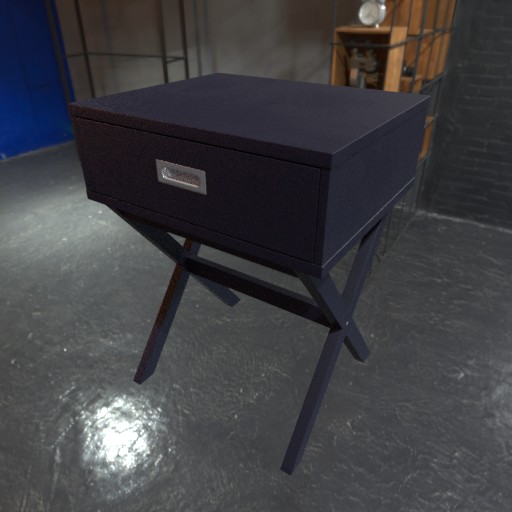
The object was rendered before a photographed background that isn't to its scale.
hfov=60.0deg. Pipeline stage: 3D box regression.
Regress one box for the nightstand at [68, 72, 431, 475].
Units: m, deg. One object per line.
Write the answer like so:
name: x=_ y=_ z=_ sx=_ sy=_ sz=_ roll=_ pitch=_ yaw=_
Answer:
nightstand: x=0.000 y=0.000 z=0.917 sx=0.479 sy=0.623 sz=0.402 roll=19 pitch=35 yaw=29
